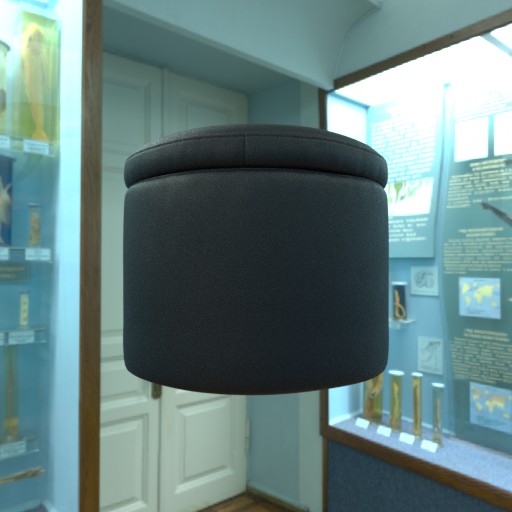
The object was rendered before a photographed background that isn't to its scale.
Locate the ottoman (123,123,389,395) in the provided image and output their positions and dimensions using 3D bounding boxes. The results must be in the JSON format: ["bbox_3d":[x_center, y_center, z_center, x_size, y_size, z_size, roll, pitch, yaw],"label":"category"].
[{"bbox_3d":[0.000,0.000,0.873,0.501,0.409,0.501,0,-1,0],"label":"ottoman"}]
